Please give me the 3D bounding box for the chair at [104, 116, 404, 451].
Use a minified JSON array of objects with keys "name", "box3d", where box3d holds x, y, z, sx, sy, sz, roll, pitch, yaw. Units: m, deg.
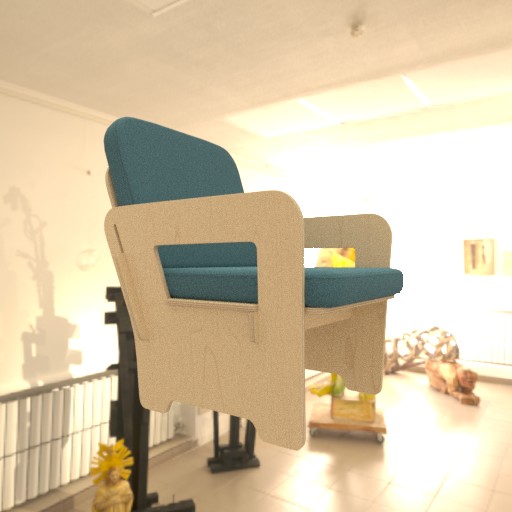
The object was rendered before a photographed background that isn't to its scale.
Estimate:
[{"name":"chair","box3d":[0.000,0.000,1.164,0.657,0.747,0.547,0,-1,35]}]
